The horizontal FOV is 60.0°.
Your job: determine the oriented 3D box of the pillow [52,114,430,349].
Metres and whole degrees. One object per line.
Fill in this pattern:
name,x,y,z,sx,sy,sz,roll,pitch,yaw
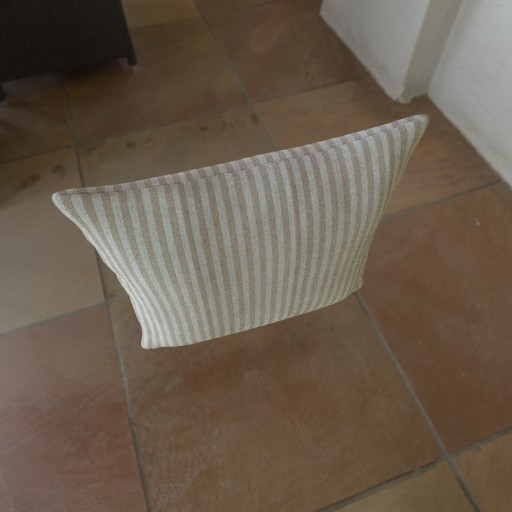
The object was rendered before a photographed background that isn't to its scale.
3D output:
pillow,0.000,0.000,0.794,0.523,0.510,0.166,-14,58,-9
